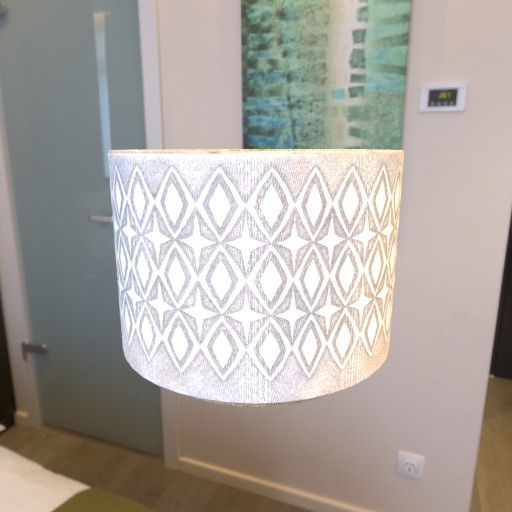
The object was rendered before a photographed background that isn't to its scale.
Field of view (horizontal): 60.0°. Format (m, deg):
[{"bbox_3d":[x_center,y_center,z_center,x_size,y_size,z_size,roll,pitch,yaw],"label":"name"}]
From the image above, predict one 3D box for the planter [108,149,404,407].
[{"bbox_3d":[0.000,0.000,0.310,0.186,0.144,0.186,0,14,0],"label":"planter"}]
